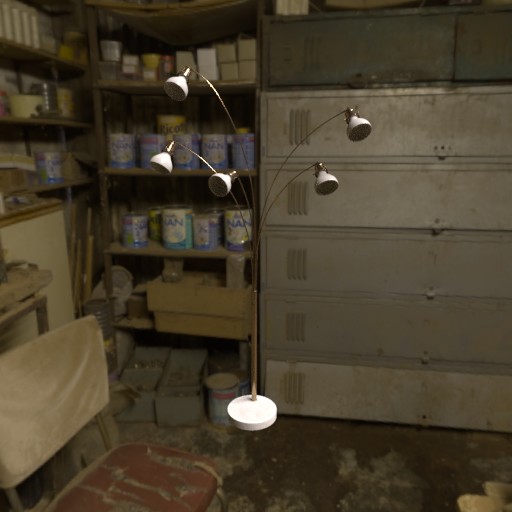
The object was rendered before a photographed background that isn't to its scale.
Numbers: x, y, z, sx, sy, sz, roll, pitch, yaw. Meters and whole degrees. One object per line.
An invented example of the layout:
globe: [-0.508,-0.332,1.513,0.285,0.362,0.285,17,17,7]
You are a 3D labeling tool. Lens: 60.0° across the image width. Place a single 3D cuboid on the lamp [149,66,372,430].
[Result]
lamp: [0.000,0.000,2.964,1.405,2.423,0.361,2,14,10]
